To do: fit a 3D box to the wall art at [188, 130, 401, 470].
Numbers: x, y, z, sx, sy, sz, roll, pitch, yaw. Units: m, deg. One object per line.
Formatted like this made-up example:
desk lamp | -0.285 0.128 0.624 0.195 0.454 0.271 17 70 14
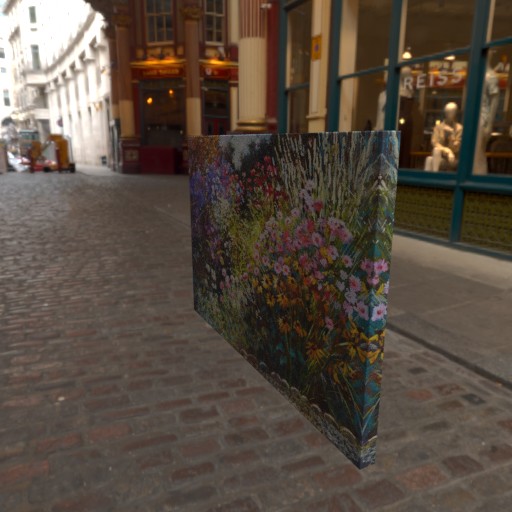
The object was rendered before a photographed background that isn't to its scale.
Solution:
wall art | 0.000 0.000 1.143 0.037 0.604 0.908 -7 16 -26
